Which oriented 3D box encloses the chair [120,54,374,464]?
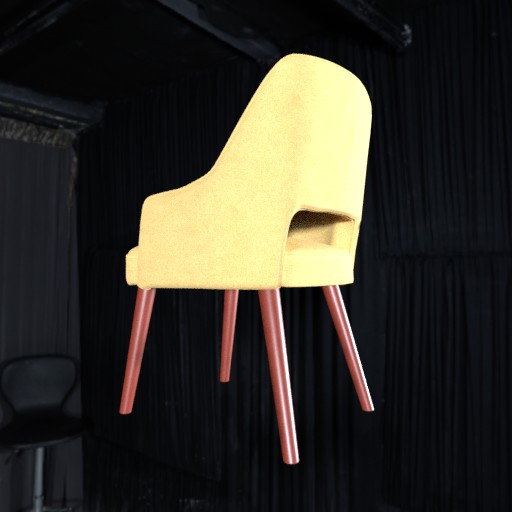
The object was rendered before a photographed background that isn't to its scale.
[{"bbox_3d":[0.000,0.000,1.214,0.605,0.849,0.548,-1,-2,36],"label":"chair"}]
